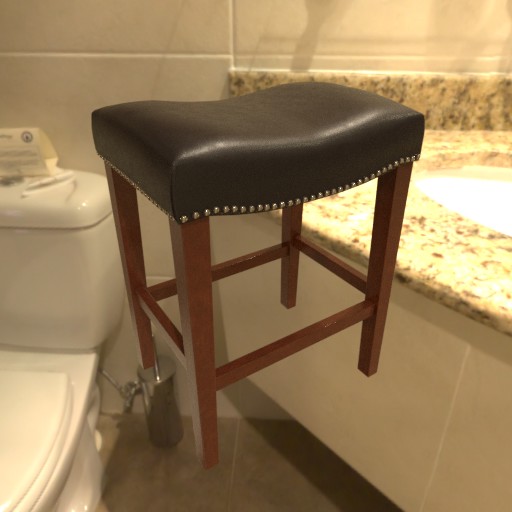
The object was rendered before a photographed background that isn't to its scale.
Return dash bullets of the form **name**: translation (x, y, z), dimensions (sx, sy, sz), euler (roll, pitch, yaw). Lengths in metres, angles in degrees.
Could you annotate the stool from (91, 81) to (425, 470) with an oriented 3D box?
- **stool**: translation (0.000, 0.000, 0.951), dimensions (0.504, 0.654, 0.372), euler (-19, 35, -28)
